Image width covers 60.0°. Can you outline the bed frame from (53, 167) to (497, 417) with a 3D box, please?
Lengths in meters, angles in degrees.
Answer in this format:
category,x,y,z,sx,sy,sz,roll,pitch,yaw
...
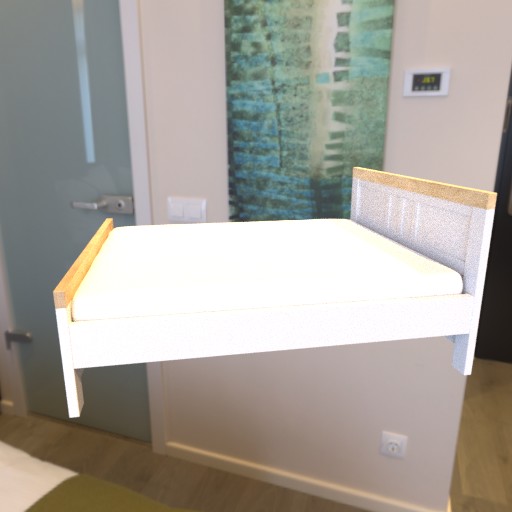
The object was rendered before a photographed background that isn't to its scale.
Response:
category,x,y,z,sx,sy,sz,roll,pitch,yaw
bed frame,0.000,0.000,2.868,2.050,0.980,1.670,-3,16,-10
